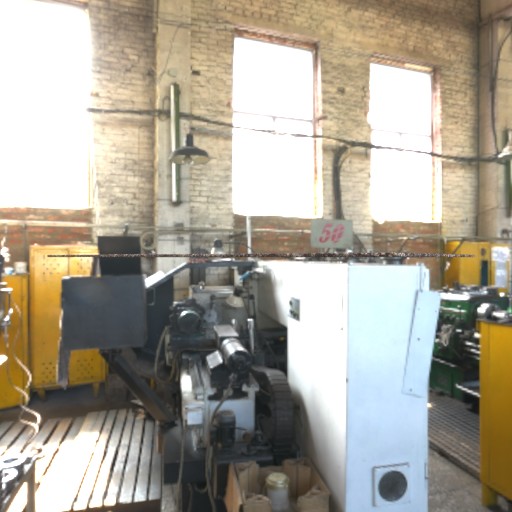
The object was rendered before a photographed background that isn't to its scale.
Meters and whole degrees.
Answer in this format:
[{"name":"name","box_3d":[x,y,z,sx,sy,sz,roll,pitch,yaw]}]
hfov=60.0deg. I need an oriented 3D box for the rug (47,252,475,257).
[{"name":"rug","box_3d":[0.000,0.000,2.230,1.814,0.012,1.186,0,0,36]}]
